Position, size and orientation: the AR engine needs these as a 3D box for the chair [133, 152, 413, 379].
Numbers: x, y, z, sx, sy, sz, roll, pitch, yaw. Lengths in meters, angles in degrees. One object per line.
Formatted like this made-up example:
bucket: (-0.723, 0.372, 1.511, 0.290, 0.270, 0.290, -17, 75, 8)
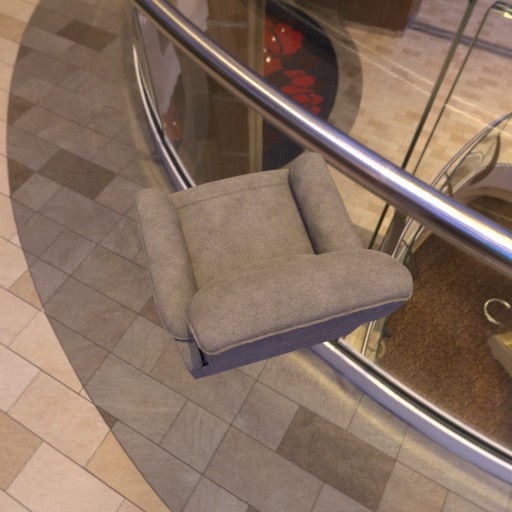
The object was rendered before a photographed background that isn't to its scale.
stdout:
chair: (0.000, 0.000, 1.733, 0.830, 1.036, 1.009, -14, 60, -9)
